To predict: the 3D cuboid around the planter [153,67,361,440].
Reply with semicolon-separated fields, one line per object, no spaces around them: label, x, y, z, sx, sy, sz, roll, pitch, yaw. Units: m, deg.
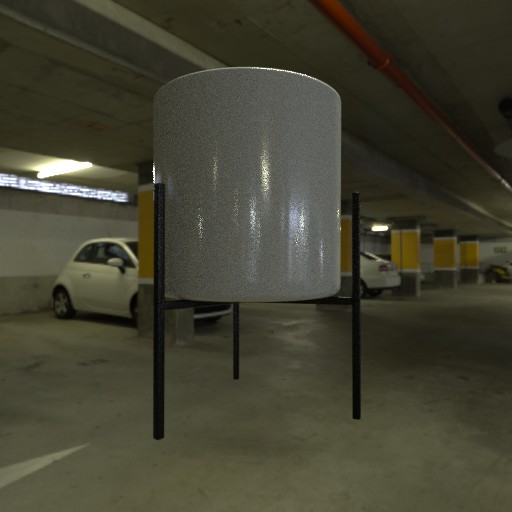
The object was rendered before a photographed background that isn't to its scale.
planter;0.000;0.000;0.520;0.239;0.356;0.239;0;-1;18
